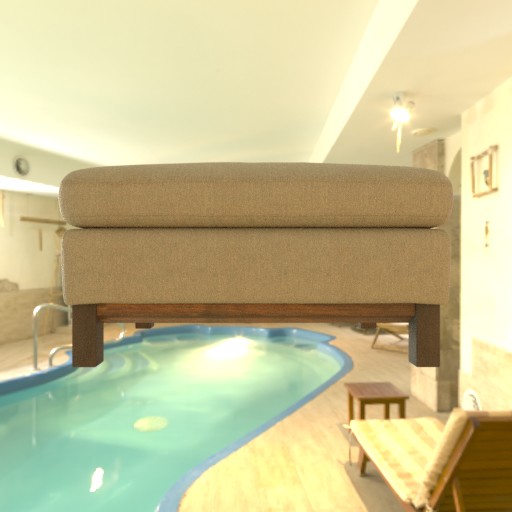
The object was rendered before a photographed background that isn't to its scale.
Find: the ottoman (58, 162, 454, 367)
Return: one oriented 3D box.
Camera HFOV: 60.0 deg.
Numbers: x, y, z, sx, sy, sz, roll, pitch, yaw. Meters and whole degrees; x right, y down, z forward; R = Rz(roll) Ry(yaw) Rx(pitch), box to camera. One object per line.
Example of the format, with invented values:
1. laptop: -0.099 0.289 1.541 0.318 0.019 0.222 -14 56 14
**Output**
1. ottoman: 0.000 0.000 1.038 0.735 0.404 0.528 0 0 0
